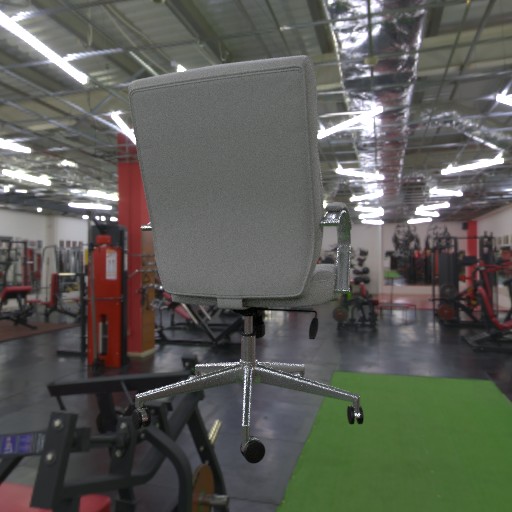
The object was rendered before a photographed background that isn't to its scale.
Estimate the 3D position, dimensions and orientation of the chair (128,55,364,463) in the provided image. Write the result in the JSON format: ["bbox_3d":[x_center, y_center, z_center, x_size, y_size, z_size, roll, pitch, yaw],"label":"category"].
[{"bbox_3d":[0.000,0.000,1.543,0.727,1.099,0.745,0,-1,18],"label":"chair"}]
